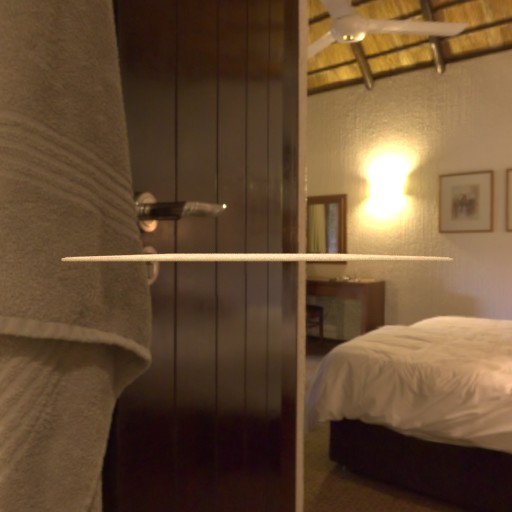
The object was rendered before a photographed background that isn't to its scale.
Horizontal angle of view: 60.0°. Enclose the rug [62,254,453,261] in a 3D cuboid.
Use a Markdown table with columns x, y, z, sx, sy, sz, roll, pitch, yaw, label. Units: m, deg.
| x | y | z | sx | sy | sz | roll | pitch | yaw | label |
| --- | --- | --- | --- | --- | --- | --- | --- | --- | --- |
| 0.000 | 0.000 | 3.421 | 1.819 | 0.018 | 2.746 | 0 | 1 | 0 | rug |
